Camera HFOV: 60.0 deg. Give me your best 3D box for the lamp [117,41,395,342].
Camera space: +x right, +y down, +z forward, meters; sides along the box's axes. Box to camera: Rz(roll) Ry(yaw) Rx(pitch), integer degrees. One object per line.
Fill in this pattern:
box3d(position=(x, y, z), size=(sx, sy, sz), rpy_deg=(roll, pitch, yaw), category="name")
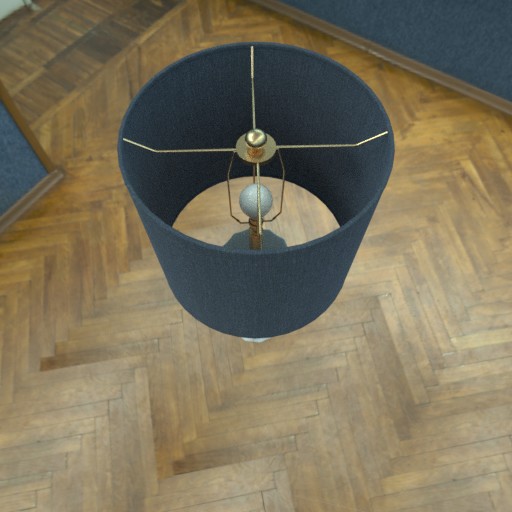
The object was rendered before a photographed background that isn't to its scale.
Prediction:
box3d(position=(0.000, 0.000, 0.683), size=(0.277, 0.537, 0.277), rpy_deg=(33, 67, 16), category="lamp")
